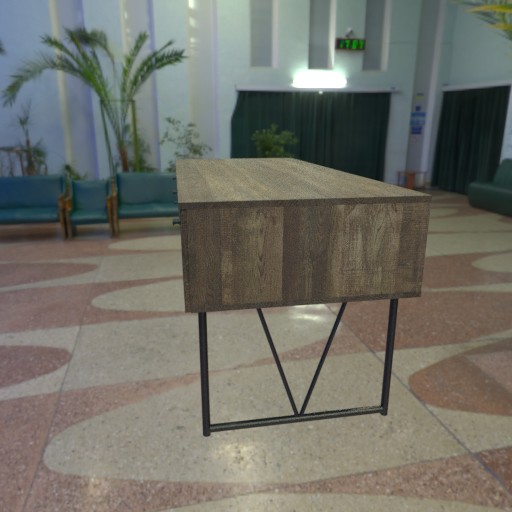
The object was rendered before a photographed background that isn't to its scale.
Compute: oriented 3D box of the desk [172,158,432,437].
[{"bbox_3d":[0.000,0.000,2.060,0.730,0.780,1.600,-3,17,-10],"label":"desk"}]
